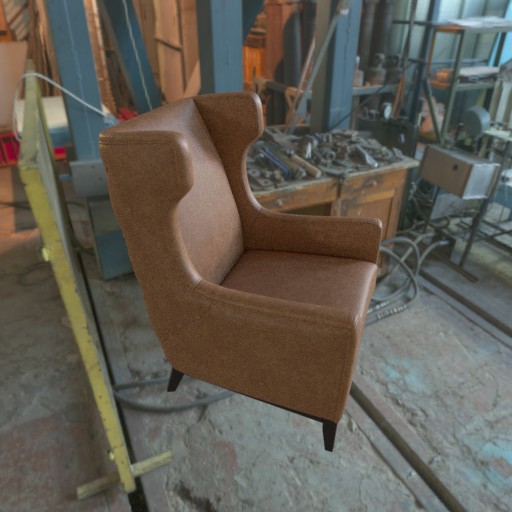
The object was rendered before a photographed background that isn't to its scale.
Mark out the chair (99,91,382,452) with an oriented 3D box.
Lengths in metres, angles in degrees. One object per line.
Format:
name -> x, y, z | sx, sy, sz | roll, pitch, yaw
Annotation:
chair -> 0.000, 0.000, 1.706 | 0.899, 1.079, 0.766 | 10, 32, 17
